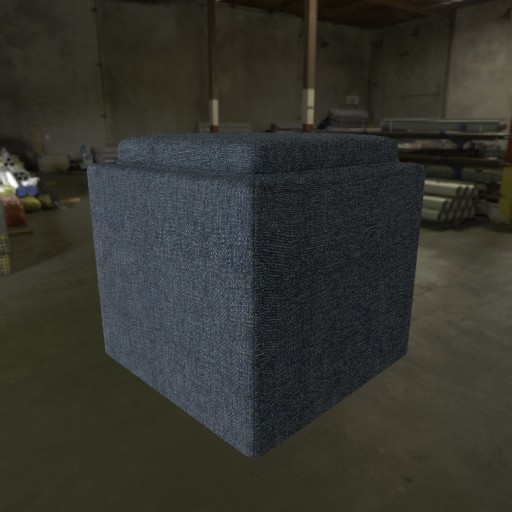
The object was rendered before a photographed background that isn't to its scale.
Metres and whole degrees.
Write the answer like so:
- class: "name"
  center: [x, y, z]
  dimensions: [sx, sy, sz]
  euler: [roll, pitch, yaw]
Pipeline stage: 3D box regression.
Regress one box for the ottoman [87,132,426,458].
- class: "ottoman"
  center: [0.000, 0.000, 0.858]
  dimensions: [0.450, 0.460, 0.450]
  euler: [-15, 22, -43]
